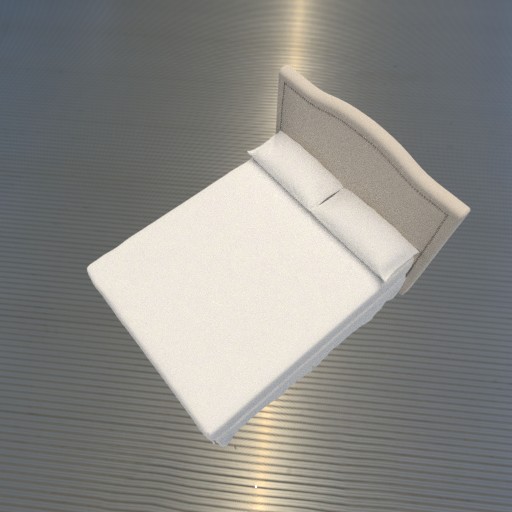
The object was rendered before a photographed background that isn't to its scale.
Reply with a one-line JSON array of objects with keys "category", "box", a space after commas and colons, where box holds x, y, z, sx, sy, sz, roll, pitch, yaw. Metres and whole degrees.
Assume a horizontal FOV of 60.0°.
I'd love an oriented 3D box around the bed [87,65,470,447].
[{"category": "bed", "box": [0.000, 0.000, 3.359, 2.143, 1.460, 1.753, -37, 68, -17]}]
